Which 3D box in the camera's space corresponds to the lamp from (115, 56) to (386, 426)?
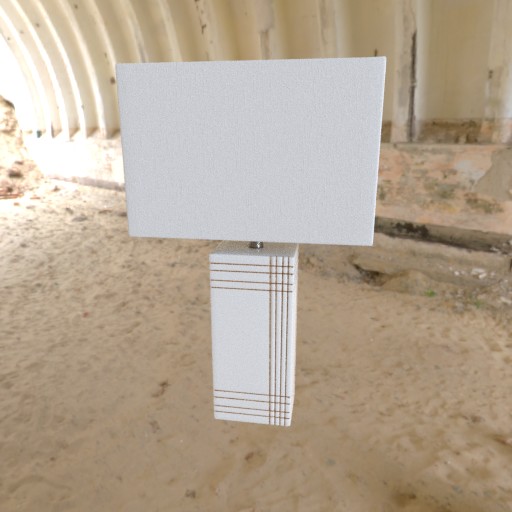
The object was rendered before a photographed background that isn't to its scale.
[{"bbox_3d":[0.000,0.000,0.695,0.334,0.543,0.182,3,16,9],"label":"lamp"}]
